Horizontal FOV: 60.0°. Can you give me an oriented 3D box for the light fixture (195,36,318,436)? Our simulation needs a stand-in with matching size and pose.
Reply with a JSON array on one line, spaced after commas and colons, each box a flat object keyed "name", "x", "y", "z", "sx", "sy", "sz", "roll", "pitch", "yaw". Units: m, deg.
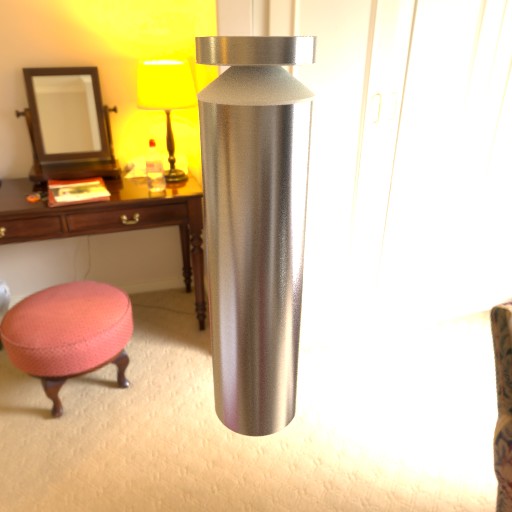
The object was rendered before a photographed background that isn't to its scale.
[{"name": "light fixture", "x": 0.000, "y": 0.000, "z": 0.451, "sx": 0.102, "sy": 0.400, "sz": 0.102, "roll": 18, "pitch": 32, "yaw": 32}]
